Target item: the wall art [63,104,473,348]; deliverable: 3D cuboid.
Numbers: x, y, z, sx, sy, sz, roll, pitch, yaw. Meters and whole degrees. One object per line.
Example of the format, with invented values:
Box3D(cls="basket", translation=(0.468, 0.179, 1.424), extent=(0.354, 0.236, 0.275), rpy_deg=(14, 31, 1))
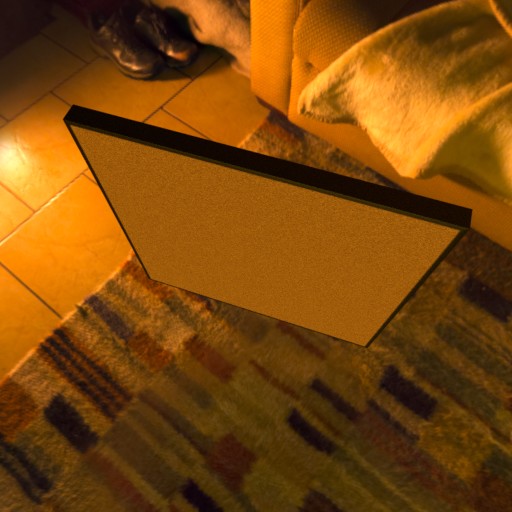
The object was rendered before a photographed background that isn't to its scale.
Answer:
Box3D(cls="wall art", translation=(0.000, 0.000, 0.765), extent=(0.513, 0.511, 0.028), rpy_deg=(17, 65, 8))
